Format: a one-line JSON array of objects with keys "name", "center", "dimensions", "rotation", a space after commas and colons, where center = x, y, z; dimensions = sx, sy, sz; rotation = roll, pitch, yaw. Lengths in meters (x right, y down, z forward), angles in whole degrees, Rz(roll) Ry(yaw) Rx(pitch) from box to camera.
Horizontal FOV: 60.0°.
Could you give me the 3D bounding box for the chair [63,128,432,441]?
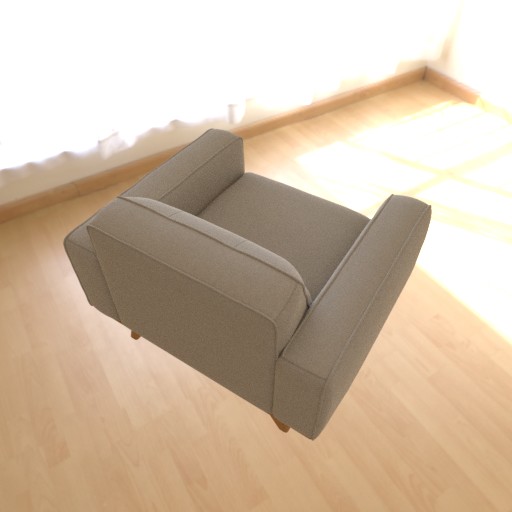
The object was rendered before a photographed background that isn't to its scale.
[{"name": "chair", "center": [0.000, 0.000, 1.798], "dimensions": [1.115, 0.779, 0.953], "rotation": [25, 51, 22]}]
